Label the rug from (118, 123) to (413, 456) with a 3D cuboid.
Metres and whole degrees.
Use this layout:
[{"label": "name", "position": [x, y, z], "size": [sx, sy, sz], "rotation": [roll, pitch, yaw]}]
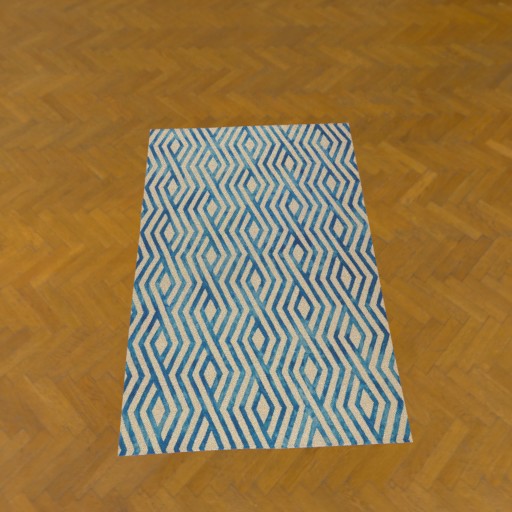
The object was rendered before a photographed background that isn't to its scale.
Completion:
[{"label": "rug", "position": [0.000, 0.000, 2.277], "size": [1.225, 0.008, 1.830], "rotation": [-2, 61, -1]}]
